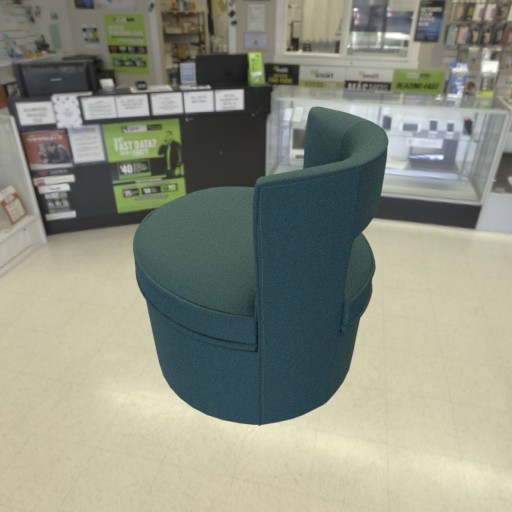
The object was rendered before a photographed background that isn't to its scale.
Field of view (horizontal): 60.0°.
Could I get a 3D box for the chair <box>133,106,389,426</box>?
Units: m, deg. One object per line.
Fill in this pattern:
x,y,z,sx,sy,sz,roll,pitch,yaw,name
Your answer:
0.000,0.000,1.255,0.660,0.711,0.684,8,32,13,chair
